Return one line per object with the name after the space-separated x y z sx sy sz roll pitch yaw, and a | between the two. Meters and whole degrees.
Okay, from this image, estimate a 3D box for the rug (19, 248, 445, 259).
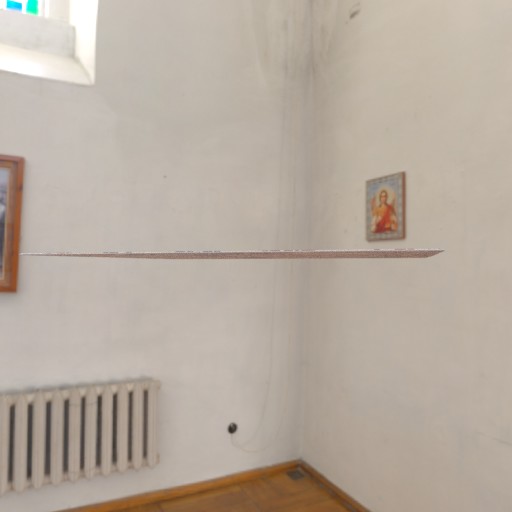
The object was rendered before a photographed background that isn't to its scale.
0.000 0.000 4.070 3.040 0.014 2.423 0 -1 18 | rug
